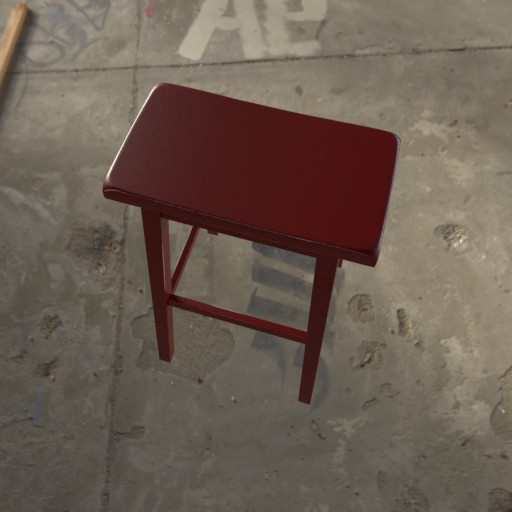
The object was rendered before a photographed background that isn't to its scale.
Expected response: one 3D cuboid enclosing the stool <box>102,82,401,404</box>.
[{"bbox_3d":[0.000,0.000,1.052,0.457,0.737,0.476,15,65,7],"label":"stool"}]
